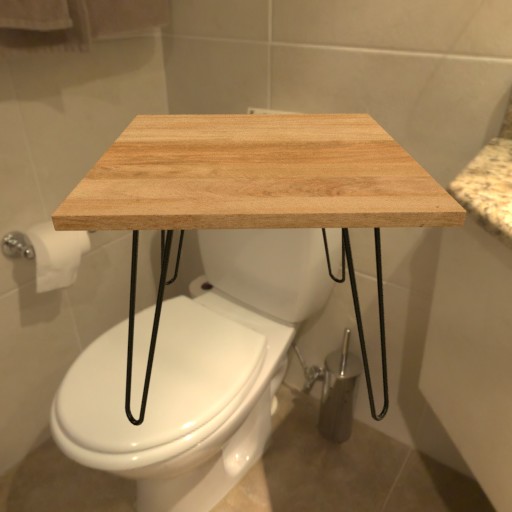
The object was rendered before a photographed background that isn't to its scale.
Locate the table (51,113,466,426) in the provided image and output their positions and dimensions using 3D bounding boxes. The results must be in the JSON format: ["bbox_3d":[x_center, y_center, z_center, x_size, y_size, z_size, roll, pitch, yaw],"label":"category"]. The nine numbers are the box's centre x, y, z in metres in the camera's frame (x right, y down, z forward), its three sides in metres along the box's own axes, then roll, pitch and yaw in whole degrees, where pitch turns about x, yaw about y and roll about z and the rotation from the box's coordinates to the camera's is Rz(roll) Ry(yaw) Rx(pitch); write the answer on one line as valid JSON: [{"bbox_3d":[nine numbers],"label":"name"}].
[{"bbox_3d":[0.000,0.000,1.021,0.599,0.500,0.599,-1,31,-1],"label":"table"}]
